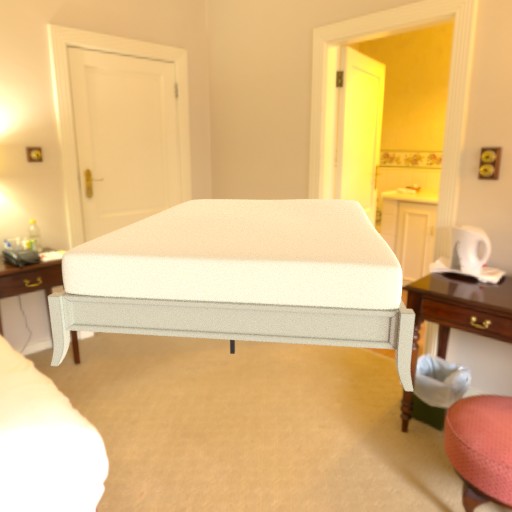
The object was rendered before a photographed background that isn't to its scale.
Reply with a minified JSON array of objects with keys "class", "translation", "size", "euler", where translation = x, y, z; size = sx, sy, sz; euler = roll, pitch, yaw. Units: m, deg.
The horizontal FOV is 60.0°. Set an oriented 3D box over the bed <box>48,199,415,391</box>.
[{"class":"bed","translation":[0.000,0.000,2.643],"size":[1.460,0.510,1.985],"euler":[2,14,8]}]
